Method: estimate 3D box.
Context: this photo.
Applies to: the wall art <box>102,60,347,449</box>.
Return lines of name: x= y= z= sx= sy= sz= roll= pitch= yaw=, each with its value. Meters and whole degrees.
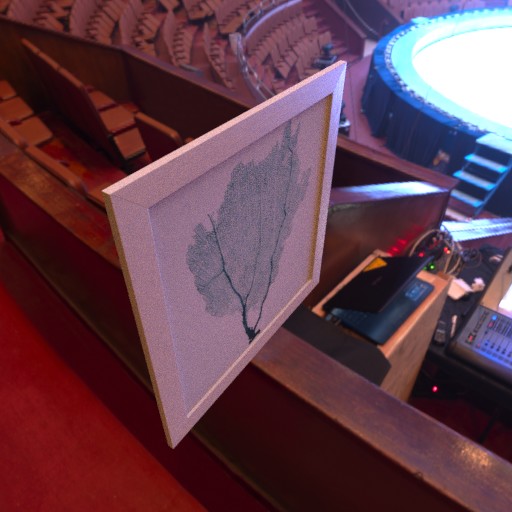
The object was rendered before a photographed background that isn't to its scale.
wall art: x=0.000 y=0.000 z=0.850 sx=0.015 sy=0.577 sz=0.572 roll=25 pitch=46 yaw=26
